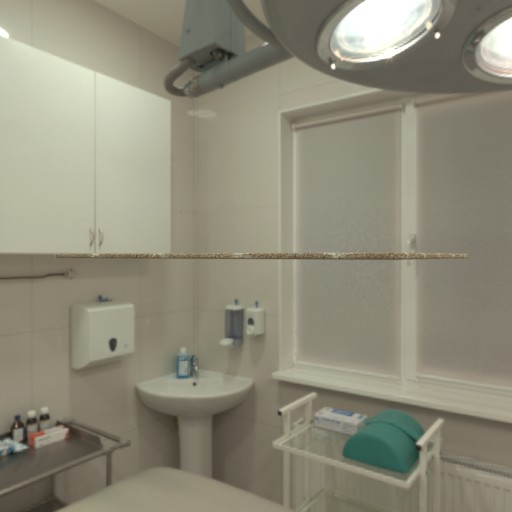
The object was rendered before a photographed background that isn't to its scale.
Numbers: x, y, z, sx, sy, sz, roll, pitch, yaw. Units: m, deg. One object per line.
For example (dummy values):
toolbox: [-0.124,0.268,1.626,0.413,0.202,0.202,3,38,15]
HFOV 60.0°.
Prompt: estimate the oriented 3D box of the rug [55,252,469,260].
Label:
rug: [0.000,0.000,3.059,2.438,0.030,1.524,0,0,36]
